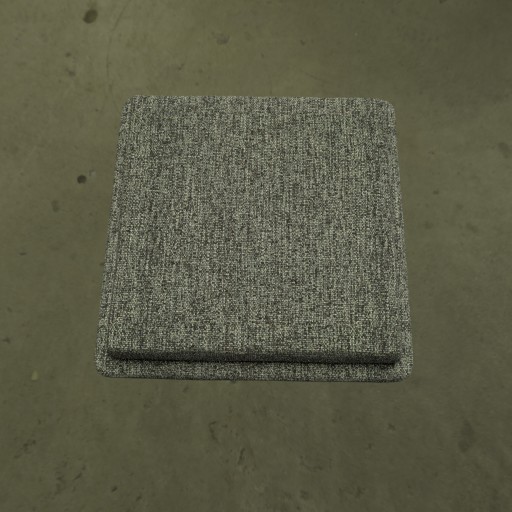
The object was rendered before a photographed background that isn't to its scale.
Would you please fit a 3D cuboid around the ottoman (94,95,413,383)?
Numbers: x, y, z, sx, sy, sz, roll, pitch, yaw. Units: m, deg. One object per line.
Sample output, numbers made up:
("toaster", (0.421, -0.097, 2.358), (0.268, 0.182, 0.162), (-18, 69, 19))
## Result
("ottoman", (0.000, 0.000, 0.830), (0.450, 0.463, 0.450), (1, 75, 0))
